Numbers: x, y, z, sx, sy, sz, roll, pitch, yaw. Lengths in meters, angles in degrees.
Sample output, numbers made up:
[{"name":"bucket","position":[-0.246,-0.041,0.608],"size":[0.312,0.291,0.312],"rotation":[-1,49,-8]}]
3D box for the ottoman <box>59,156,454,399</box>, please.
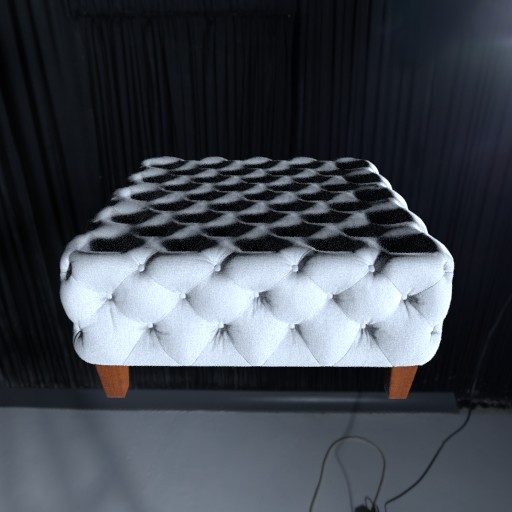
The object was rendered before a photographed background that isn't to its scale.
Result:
[{"name":"ottoman","position":[0.000,0.000,1.180],"size":[0.764,0.365,0.758],"rotation":[0,27,0]}]
